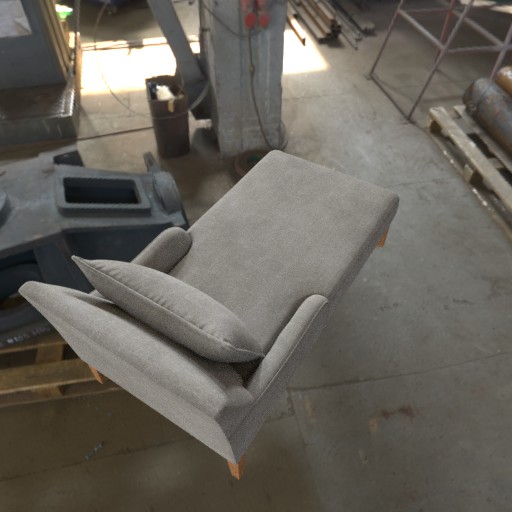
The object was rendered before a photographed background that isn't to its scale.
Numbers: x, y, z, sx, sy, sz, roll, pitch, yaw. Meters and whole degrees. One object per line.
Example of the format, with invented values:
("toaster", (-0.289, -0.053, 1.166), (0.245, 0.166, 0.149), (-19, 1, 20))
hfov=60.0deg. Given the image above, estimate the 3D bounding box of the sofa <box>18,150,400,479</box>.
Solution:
("sofa", (0.000, 0.000, 2.198), (0.894, 0.859, 1.779), (25, 52, 21))
